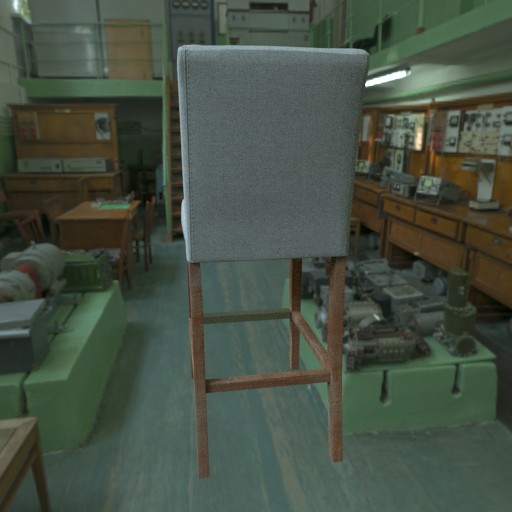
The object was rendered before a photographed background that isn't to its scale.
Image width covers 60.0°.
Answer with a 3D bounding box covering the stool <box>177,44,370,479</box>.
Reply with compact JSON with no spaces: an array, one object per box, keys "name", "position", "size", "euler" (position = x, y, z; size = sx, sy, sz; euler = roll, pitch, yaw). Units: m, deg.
[{"name":"stool","position":[0.000,0.000,1.348],"size":[0.439,1.088,0.570],"euler":[-3,16,-9]}]
